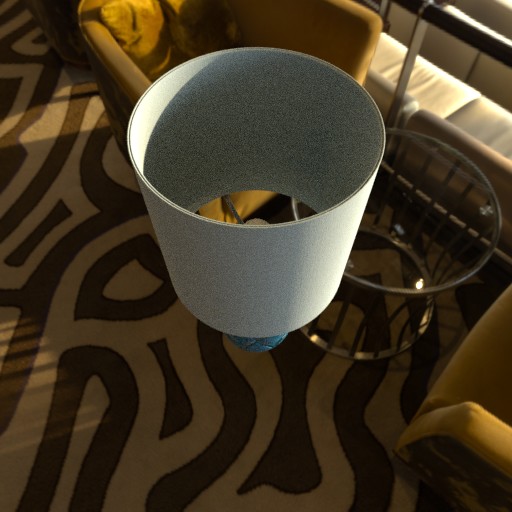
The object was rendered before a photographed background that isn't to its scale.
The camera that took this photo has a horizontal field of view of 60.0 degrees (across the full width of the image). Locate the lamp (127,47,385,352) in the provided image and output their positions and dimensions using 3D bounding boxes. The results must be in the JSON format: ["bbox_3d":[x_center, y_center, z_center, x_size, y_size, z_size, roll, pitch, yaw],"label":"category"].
[{"bbox_3d":[0.000,0.000,0.494,0.193,0.377,0.193,32,64,18],"label":"lamp"}]
